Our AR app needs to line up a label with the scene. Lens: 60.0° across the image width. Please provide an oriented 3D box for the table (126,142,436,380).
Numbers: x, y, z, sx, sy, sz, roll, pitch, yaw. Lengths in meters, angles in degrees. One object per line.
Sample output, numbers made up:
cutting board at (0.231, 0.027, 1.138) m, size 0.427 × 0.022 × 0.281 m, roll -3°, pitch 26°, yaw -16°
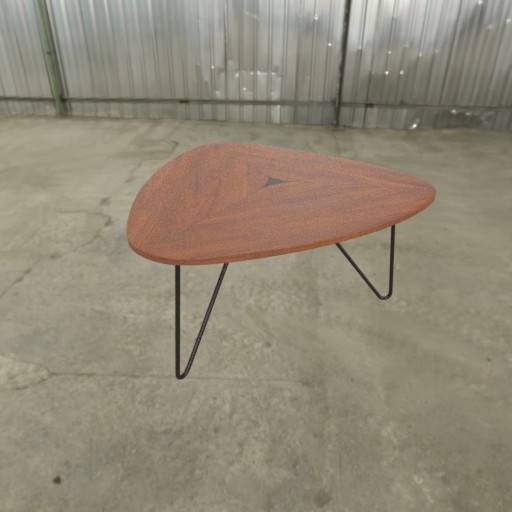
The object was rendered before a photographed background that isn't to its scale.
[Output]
table at (0.000, 0.000, 1.320) m, size 0.833 × 0.413 × 0.821 m, roll 18°, pitch 35°, yaw 29°
